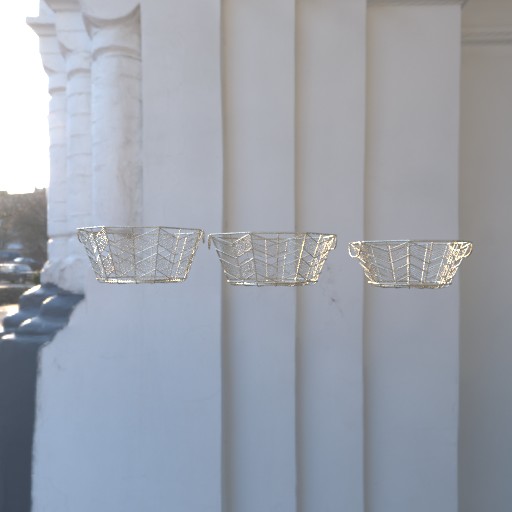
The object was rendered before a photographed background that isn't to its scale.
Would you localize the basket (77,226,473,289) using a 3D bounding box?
[{"bbox_3d":[0.000,0.000,1.401,1.246,0.178,0.432,0,0,18],"label":"basket"}]
